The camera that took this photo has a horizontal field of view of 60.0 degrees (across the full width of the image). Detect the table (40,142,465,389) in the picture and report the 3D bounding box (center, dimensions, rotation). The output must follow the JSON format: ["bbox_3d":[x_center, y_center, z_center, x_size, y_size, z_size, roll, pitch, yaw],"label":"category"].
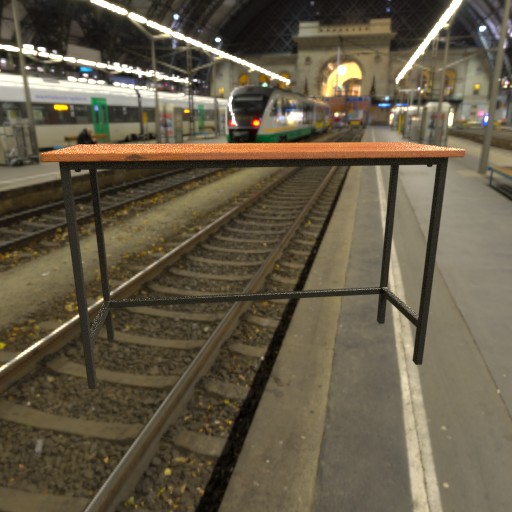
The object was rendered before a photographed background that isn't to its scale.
[{"bbox_3d":[0.000,0.000,1.545,1.204,0.740,0.408,-2,18,-7],"label":"table"}]
